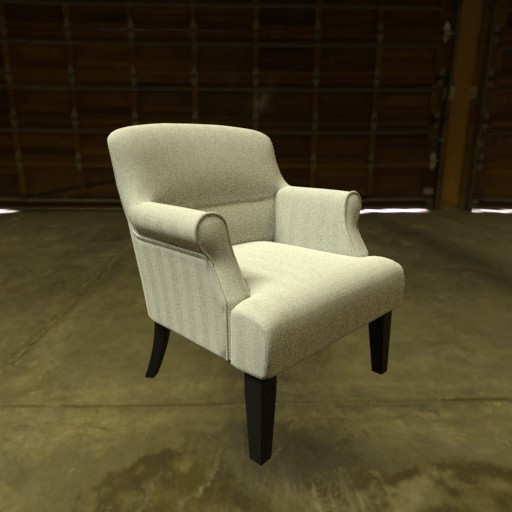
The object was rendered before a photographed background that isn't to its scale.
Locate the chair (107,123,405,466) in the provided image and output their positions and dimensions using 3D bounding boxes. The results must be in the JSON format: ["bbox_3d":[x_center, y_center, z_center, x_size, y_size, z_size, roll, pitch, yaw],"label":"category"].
[{"bbox_3d":[0.000,0.000,1.502,0.750,0.875,0.781,13,20,42],"label":"chair"}]
